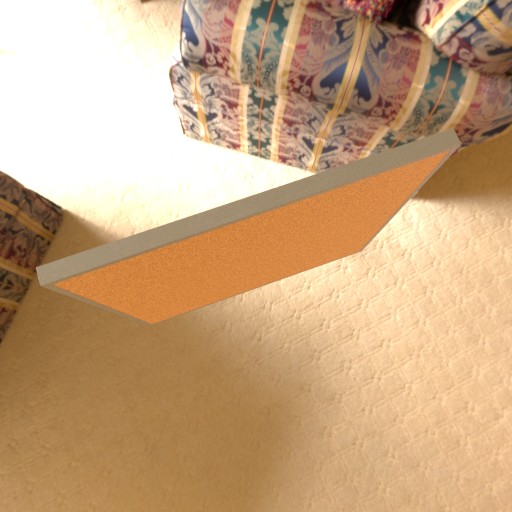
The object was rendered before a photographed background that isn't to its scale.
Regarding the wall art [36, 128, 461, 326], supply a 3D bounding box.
[{"bbox_3d":[0.000,0.000,1.199,0.809,0.807,0.038,-19,77,-5],"label":"wall art"}]
